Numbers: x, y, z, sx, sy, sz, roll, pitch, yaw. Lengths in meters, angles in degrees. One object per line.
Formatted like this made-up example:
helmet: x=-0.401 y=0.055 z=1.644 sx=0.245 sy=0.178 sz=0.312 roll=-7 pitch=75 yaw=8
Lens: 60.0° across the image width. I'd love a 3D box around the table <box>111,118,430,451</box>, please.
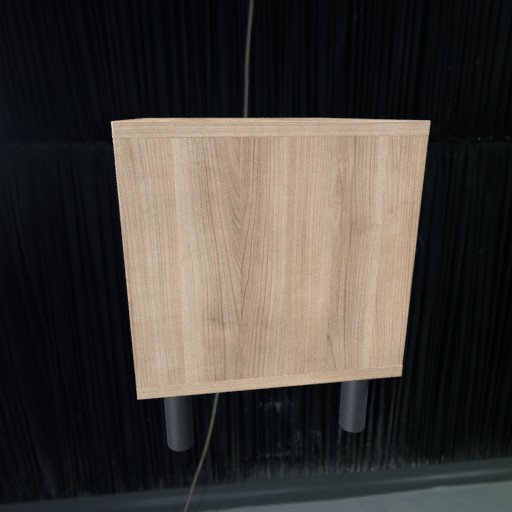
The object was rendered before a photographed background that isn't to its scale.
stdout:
table: x=0.000 y=0.000 z=0.780 sx=0.380 sy=0.460 sz=0.445 roll=-3 pitch=18 yaw=-8
